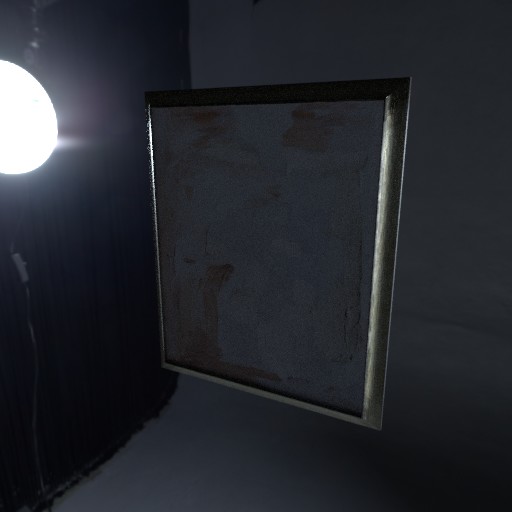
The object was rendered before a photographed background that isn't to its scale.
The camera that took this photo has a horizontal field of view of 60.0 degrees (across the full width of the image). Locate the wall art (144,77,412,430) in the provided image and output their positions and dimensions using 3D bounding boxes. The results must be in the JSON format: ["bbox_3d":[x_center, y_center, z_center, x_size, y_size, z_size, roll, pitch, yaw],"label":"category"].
[{"bbox_3d":[0.000,0.000,0.632,0.381,0.457,0.023,8,17,26],"label":"wall art"}]
